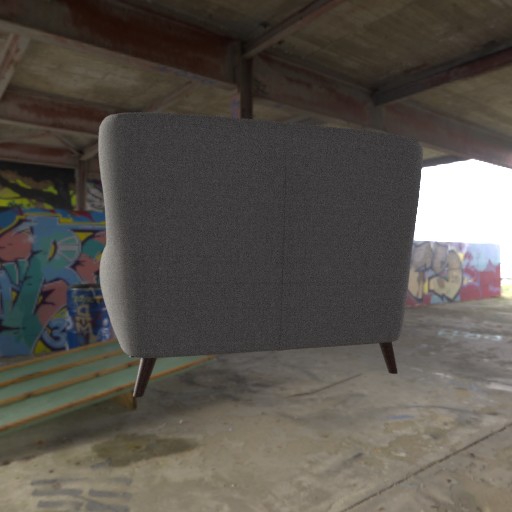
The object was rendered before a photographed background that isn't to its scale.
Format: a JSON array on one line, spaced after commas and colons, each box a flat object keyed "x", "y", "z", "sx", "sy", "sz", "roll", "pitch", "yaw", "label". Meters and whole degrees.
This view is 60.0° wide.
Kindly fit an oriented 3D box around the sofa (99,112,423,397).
[{"x": 0.000, "y": 0.000, "z": 2.062, "sx": 1.386, "sy": 1.028, "sz": 0.884, "roll": 0, "pitch": 0, "yaw": -17, "label": "sofa"}]
